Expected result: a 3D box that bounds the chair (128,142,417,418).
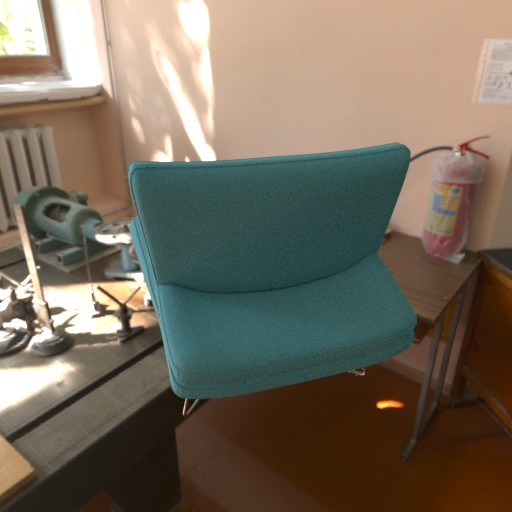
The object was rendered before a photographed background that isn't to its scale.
[{"bbox_3d":[0.000,0.000,1.635,0.859,0.855,1.008,-8,27,-16],"label":"chair"}]
